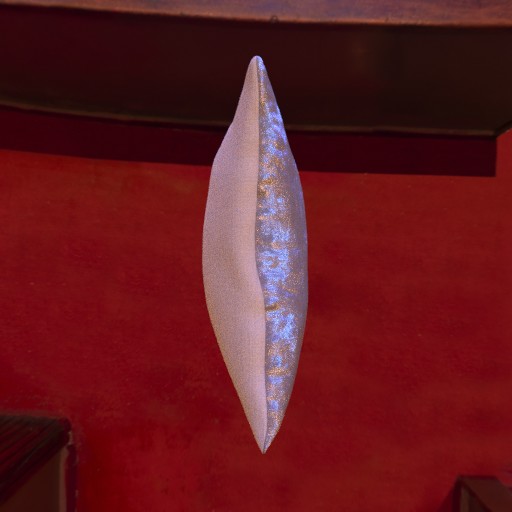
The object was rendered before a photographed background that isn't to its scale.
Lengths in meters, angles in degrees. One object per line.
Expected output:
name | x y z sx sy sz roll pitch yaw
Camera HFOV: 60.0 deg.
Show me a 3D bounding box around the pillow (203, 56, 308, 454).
pillow | 0.000 0.000 0.745 0.175 0.464 0.470 0 89 0
